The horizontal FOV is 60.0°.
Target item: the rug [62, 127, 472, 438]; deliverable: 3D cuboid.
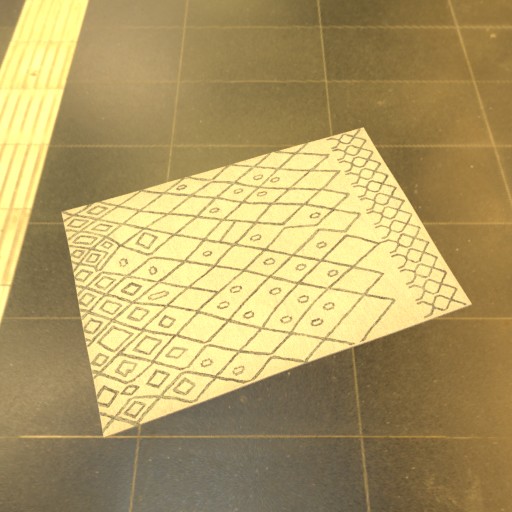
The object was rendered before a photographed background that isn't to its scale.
[{"bbox_3d":[0.000,0.000,2.307,1.828,0.015,1.222,-18,64,-9],"label":"rug"}]
